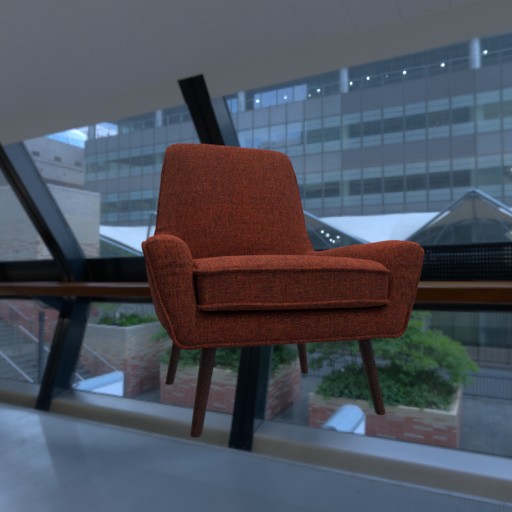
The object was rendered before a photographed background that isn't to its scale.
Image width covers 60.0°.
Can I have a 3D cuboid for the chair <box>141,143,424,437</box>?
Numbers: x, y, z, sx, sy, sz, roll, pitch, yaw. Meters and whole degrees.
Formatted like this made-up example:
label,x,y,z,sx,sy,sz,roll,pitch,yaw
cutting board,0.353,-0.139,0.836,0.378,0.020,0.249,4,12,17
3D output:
label,x,y,z,sx,sy,sz,roll,pitch,yaw
chair,0.000,0.000,1.508,0.803,0.911,0.784,1,-2,-18
